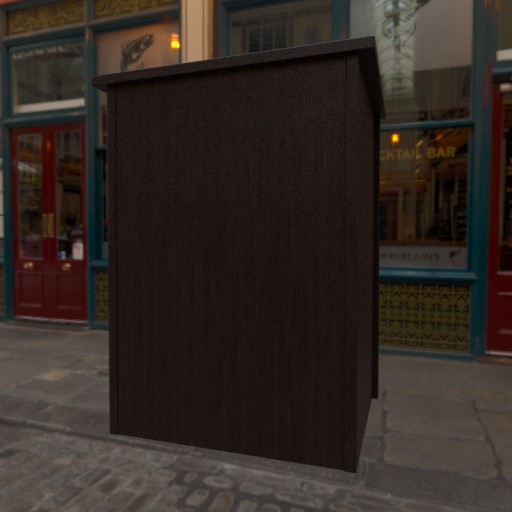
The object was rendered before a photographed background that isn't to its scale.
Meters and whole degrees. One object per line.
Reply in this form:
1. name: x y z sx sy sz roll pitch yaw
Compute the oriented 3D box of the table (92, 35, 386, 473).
1. table: 0.000 0.000 0.888 0.480 0.635 0.381 1 2 19
